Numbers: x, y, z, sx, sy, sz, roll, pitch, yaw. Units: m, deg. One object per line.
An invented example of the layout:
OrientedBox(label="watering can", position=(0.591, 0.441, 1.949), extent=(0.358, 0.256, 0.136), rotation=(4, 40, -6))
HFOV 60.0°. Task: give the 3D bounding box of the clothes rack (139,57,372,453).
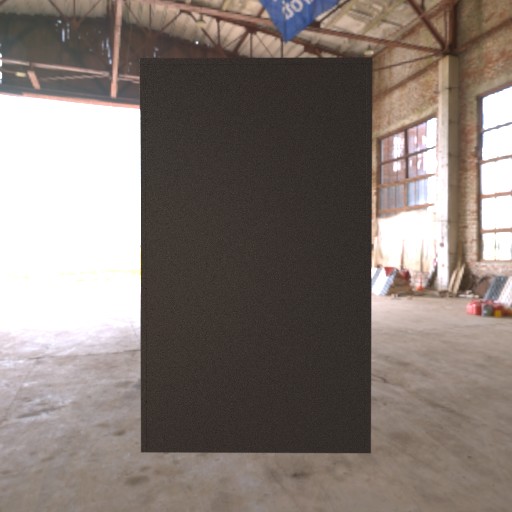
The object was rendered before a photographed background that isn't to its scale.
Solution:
OrientedBox(label="clothes rack", position=(0.000, 0.000, 1.560), extent=(0.750, 1.280, 0.250), rotation=(0, 1, 0))
